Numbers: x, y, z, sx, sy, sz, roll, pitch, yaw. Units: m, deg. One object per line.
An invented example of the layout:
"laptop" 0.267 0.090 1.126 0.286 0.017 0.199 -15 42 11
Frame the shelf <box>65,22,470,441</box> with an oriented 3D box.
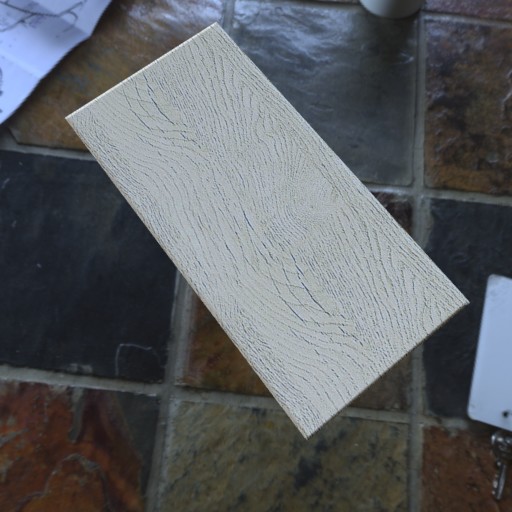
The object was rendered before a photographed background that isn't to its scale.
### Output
"shelf" 0.000 0.000 1.250 0.390 0.786 0.790 -37 78 -9
